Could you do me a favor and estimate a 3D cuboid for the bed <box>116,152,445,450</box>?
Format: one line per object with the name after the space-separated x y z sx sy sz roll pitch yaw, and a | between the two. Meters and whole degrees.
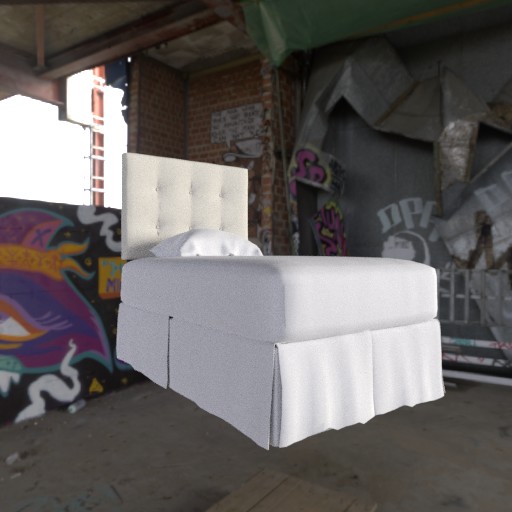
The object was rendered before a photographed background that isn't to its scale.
0.000 0.000 2.915 1.261 1.571 1.997 0 0 -36 | bed
